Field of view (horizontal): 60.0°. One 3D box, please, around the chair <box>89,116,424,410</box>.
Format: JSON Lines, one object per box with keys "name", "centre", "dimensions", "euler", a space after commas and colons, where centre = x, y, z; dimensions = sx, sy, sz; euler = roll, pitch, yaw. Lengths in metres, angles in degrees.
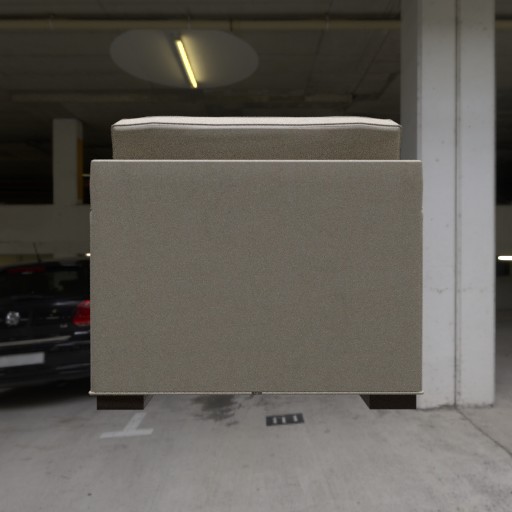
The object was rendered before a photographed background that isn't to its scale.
{"name": "chair", "centre": [0.000, 0.000, 1.825], "dimensions": [0.998, 0.913, 1.043], "euler": [0, 0, 0]}
